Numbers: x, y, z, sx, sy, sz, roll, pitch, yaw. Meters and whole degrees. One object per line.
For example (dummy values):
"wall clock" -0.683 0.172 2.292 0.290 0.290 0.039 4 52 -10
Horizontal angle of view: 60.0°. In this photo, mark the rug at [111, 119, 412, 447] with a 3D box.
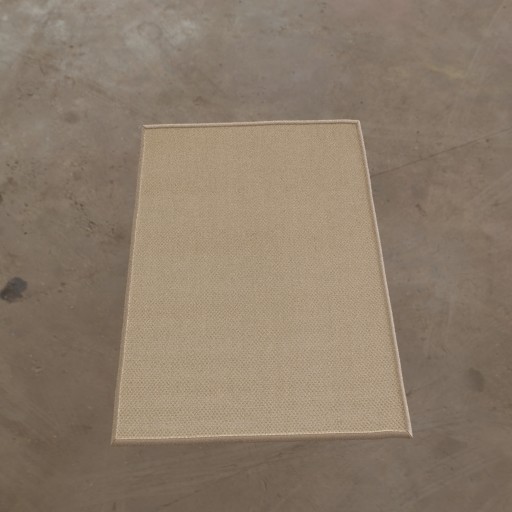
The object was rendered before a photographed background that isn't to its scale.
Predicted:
"rug" 0.000 0.000 2.666 1.525 0.020 2.081 -2 65 -1
